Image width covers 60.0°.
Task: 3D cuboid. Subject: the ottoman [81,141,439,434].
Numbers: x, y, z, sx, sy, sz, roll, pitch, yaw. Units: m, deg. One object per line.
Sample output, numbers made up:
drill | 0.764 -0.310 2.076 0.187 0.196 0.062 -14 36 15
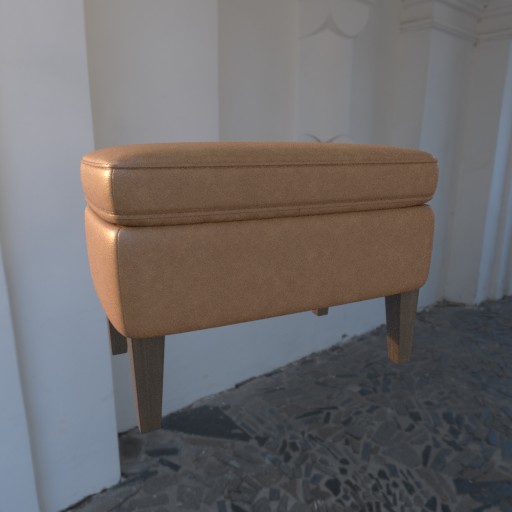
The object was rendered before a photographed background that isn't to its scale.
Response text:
ottoman | 0.000 0.000 0.962 0.670 0.480 0.420 -7 15 -25
